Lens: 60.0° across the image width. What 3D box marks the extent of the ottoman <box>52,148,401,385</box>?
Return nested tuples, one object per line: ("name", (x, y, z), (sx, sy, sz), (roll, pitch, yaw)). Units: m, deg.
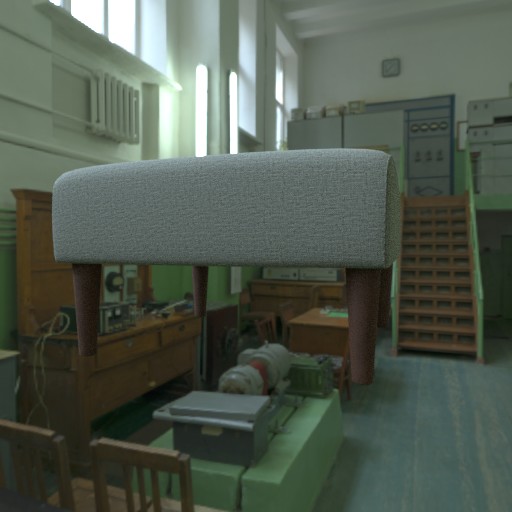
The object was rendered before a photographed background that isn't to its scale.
("ottoman", (0.000, 0.000, 1.060), (0.650, 0.398, 0.649), (1, 2, 19))
